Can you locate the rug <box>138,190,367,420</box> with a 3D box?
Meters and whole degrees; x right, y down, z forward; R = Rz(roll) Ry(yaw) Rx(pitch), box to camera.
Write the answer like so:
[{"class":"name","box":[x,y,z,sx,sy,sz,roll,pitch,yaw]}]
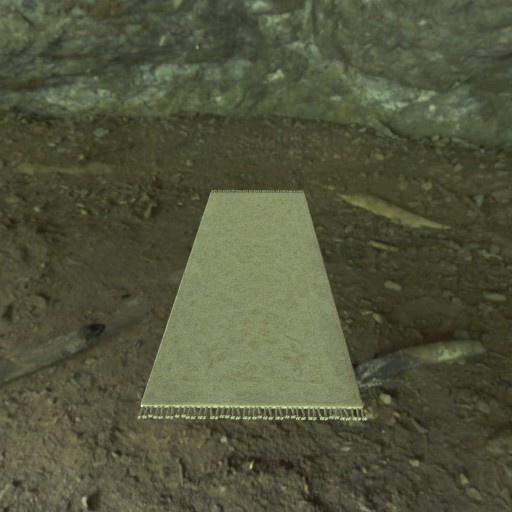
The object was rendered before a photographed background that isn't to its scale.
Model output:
[{"class":"rug","box":[0.000,0.000,2.668,0.795,0.015,2.544,0,26,1]}]
